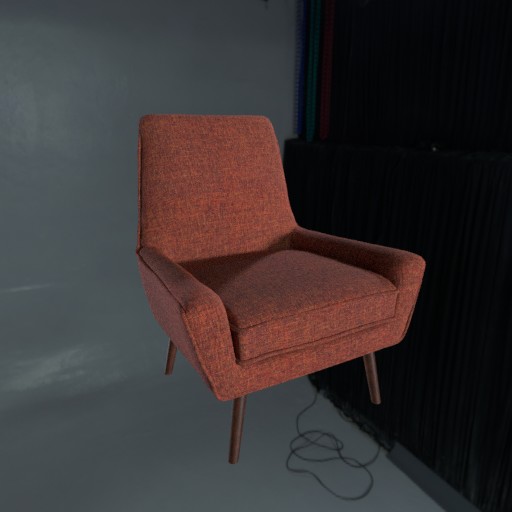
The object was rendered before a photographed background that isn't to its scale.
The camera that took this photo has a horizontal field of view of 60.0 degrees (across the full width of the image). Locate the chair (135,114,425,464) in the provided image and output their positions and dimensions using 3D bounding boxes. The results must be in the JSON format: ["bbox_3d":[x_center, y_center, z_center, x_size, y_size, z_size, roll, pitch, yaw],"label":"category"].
[{"bbox_3d":[0.000,0.000,1.478,0.803,0.911,0.784,-9,19,-29],"label":"chair"}]
